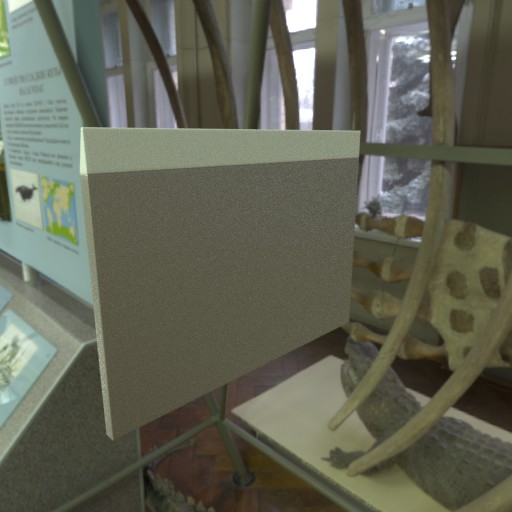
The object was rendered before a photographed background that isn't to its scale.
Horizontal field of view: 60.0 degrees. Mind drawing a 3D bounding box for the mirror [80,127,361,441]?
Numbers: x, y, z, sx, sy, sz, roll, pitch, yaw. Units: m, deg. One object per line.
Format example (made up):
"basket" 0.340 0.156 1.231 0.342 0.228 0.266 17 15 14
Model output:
"mirror" 0.000 0.000 1.149 0.870 0.630 0.030 -15 21 -43
